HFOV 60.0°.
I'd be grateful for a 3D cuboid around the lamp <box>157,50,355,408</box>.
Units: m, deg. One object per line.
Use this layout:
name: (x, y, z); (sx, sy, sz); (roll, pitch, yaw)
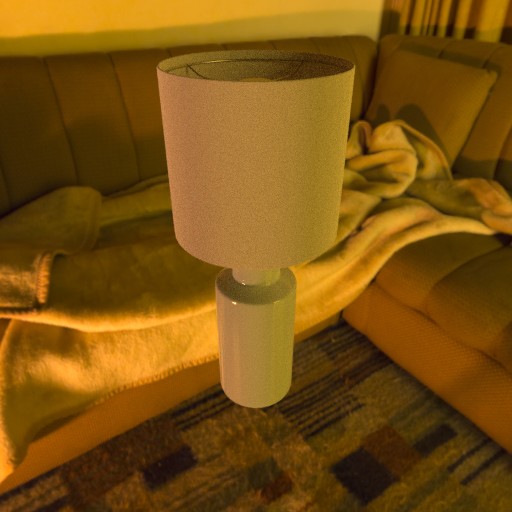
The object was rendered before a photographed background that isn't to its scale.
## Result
lamp: (0.000, 0.000, 0.610); (0.212, 0.493, 0.212); (20, 37, 29)
